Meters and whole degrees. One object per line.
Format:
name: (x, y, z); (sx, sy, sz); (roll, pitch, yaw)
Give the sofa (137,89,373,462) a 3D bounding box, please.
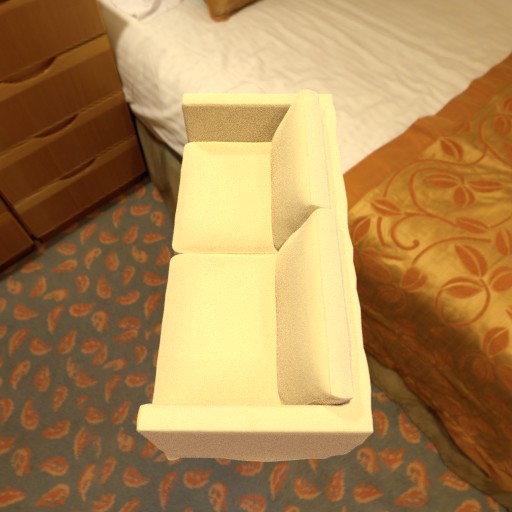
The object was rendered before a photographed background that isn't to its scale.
sofa: (0.000, 0.000, 2.453); (0.940, 0.870, 1.987); (0, 59, 0)
